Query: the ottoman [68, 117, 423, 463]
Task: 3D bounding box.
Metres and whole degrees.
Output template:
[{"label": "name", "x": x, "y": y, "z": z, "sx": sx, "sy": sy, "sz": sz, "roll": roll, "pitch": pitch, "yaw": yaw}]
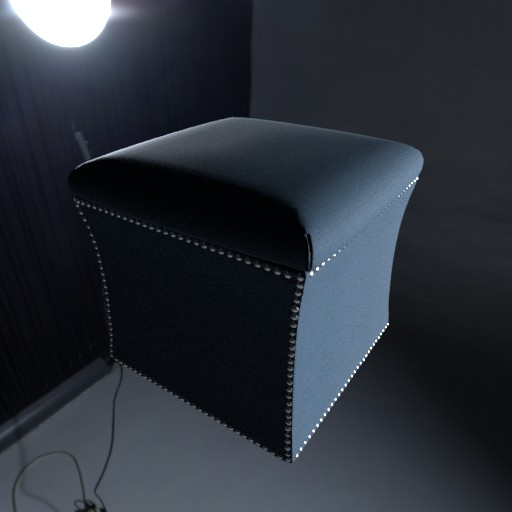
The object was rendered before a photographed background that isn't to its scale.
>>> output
[{"label": "ottoman", "x": 0.000, "y": 0.000, "z": 0.925, "sx": 0.507, "sy": 0.475, "sz": 0.497, "roll": 19, "pitch": 35, "yaw": 30}]
